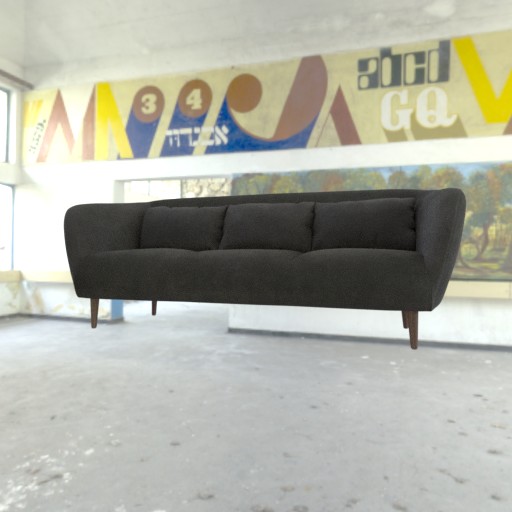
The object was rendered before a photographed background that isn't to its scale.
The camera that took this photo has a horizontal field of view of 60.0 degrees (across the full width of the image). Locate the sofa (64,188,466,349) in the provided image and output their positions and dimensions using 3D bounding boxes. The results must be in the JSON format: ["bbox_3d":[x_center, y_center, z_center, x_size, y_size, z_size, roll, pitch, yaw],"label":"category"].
[{"bbox_3d":[0.000,0.000,2.737,2.296,0.875,0.956,0,0,19],"label":"sofa"}]
